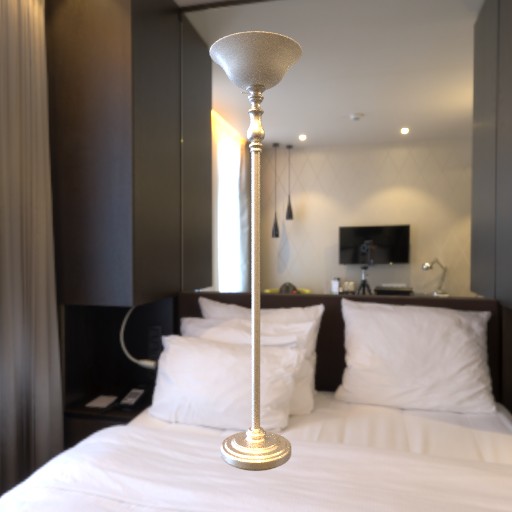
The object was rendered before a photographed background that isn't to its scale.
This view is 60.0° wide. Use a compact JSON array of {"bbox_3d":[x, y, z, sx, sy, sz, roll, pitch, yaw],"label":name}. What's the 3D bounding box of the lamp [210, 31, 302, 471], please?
[{"bbox_3d":[0.000,0.000,1.956,0.405,1.771,0.405,0,1,-16],"label":"lamp"}]
